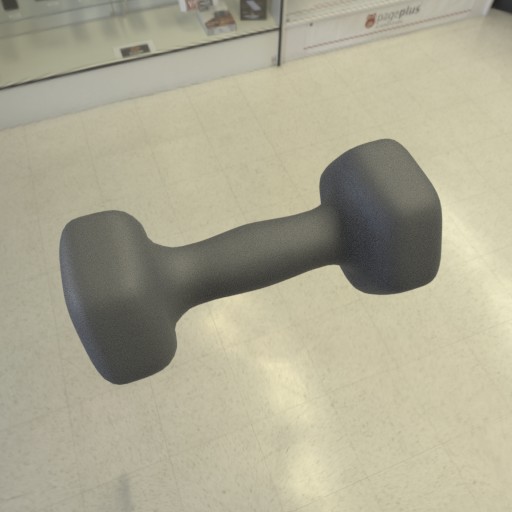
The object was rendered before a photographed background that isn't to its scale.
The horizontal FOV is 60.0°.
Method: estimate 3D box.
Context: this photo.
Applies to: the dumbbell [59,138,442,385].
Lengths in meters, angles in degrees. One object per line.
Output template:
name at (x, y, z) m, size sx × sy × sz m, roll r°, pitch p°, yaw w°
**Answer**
dumbbell at (0.000, 0.000, 0.302) m, size 0.240 × 0.105 × 0.116 m, roll -16°, pitch 59°, yaw -10°
